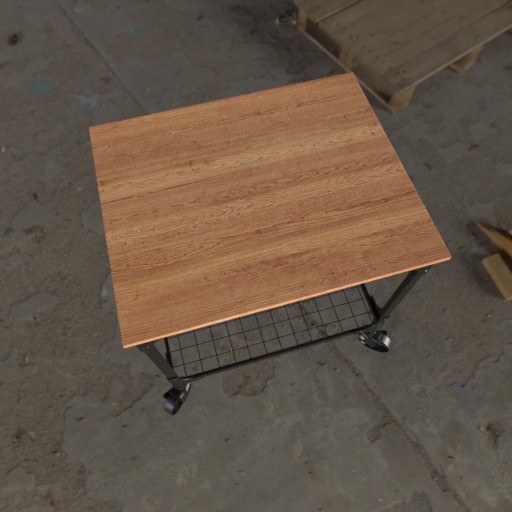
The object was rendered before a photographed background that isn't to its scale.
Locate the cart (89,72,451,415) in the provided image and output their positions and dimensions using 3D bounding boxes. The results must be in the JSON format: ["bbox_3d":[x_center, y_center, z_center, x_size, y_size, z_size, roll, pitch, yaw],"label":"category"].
[{"bbox_3d":[0.000,0.000,1.127,0.666,0.603,0.558,-14,65,-7],"label":"cart"}]
